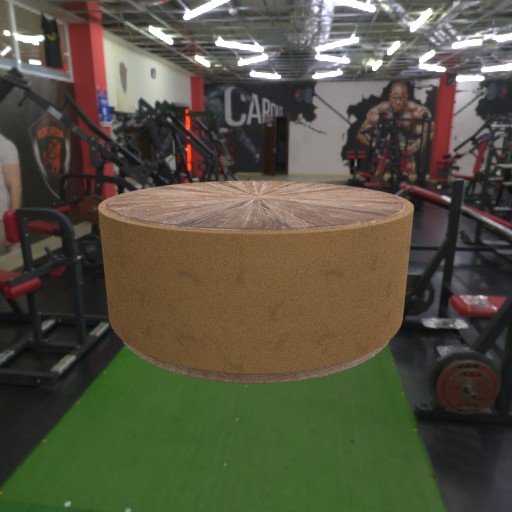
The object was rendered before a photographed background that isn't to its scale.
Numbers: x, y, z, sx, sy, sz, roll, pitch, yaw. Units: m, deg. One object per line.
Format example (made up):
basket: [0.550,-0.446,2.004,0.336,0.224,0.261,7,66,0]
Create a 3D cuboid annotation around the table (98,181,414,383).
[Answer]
table: [0.000,0.000,1.540,1.001,0.409,1.001,0,16,0]
